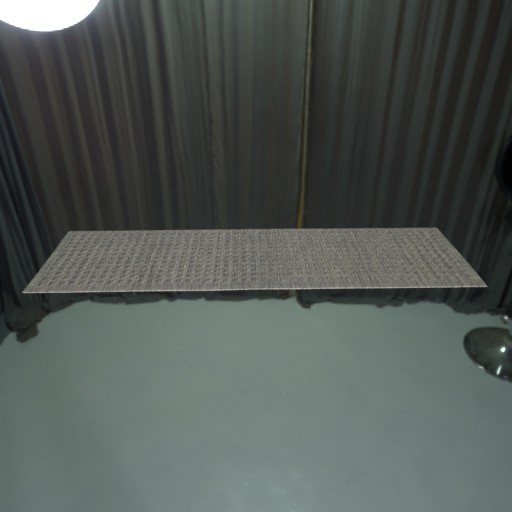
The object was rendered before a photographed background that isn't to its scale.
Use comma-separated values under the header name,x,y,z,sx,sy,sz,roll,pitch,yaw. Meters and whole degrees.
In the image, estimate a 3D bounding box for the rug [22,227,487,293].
name,x,y,z,sx,sy,sz,roll,pitch,yaw
rug,0.000,0.000,2.630,2.443,0.009,0.706,-1,30,-1
